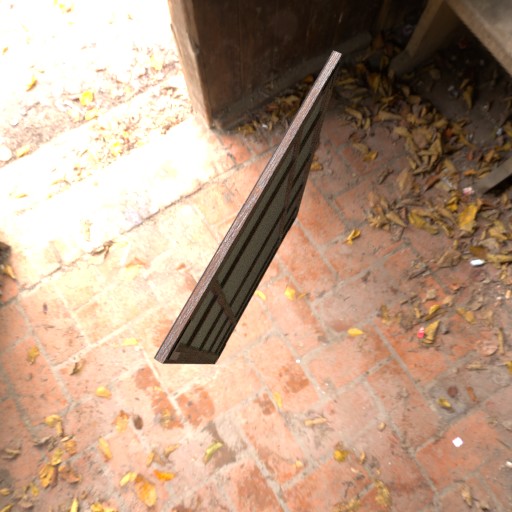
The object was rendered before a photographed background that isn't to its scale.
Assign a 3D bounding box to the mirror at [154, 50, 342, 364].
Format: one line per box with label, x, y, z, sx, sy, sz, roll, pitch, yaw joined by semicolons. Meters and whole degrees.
mirror;0.000;0.000;1.321;0.025;0.996;0.705;28;78;7
